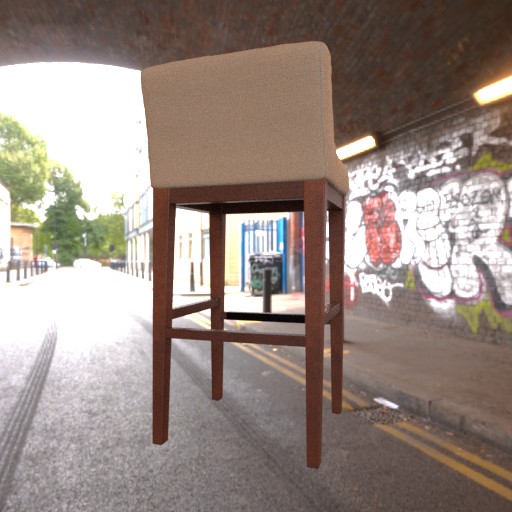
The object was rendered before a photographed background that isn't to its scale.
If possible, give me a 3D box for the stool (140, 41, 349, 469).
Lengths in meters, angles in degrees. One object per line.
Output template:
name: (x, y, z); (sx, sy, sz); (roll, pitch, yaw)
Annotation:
stool: (0.000, 0.000, 1.333); (0.511, 1.037, 0.500); (0, 0, 18)
